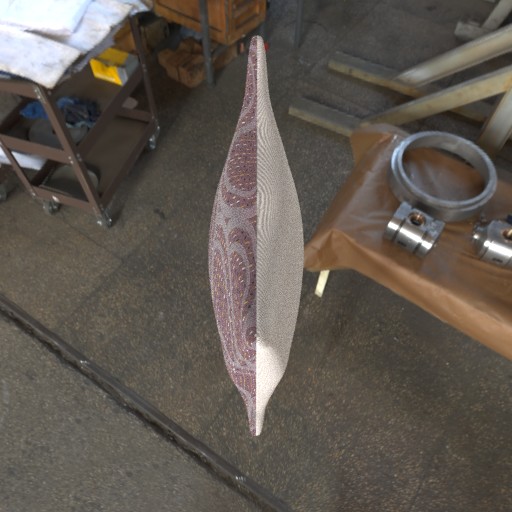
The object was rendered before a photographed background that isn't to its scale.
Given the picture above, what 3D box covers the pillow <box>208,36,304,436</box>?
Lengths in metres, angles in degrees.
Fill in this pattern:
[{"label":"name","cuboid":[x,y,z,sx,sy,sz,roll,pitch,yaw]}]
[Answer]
[{"label":"pillow","cuboid":[0.000,0.000,0.782,0.163,0.513,0.514,0,58,0]}]
